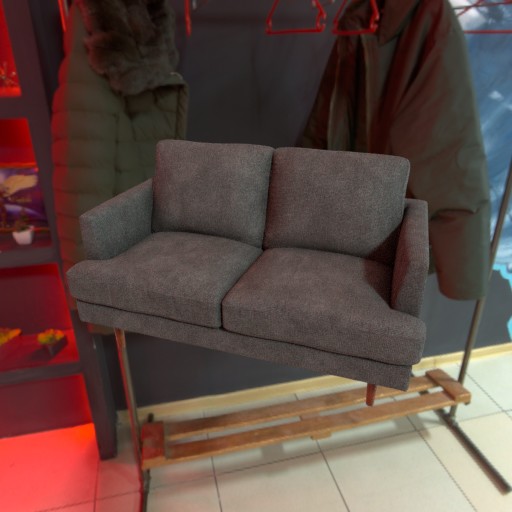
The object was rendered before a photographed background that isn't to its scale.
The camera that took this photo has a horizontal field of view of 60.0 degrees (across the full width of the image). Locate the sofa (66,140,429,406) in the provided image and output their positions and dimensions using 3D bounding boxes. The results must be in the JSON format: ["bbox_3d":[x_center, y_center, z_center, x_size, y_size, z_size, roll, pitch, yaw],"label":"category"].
[{"bbox_3d":[0.000,0.000,2.177,1.582,0.956,0.903,8,27,17],"label":"sofa"}]
